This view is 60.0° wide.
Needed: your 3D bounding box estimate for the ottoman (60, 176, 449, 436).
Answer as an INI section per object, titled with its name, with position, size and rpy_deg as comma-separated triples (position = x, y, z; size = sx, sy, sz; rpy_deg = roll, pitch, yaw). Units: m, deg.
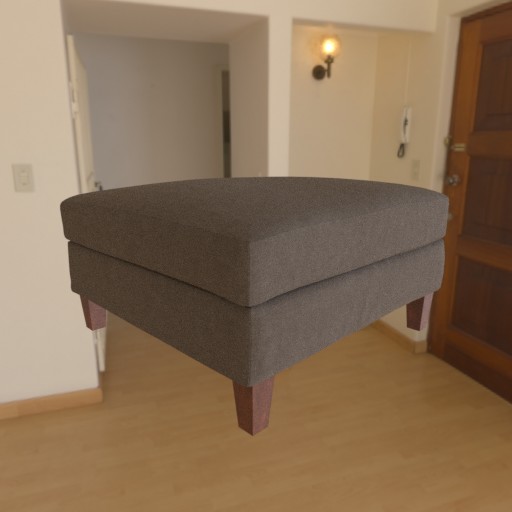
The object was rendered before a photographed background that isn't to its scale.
[ottoman]
position = 0.000, 0.000, 1.398
size = 0.881, 0.482, 0.861
rpy_deg = -14, 20, -43
